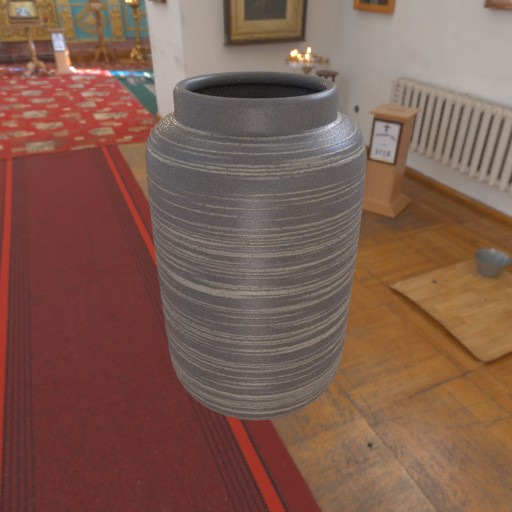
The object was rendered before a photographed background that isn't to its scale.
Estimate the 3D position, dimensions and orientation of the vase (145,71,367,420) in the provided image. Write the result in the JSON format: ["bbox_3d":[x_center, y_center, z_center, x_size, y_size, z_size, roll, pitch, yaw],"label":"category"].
[{"bbox_3d":[0.000,0.000,0.676,0.297,0.499,0.297,0,31,0],"label":"vase"}]
